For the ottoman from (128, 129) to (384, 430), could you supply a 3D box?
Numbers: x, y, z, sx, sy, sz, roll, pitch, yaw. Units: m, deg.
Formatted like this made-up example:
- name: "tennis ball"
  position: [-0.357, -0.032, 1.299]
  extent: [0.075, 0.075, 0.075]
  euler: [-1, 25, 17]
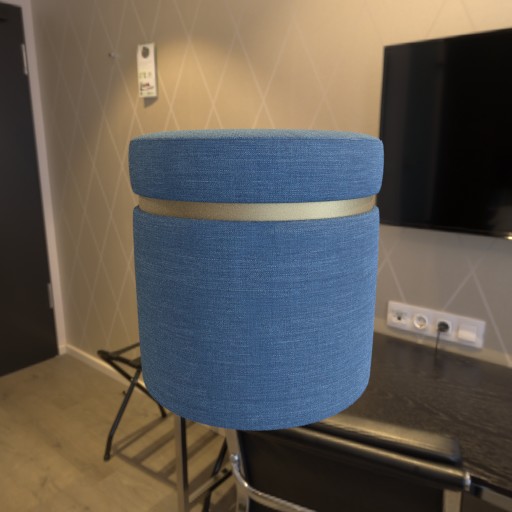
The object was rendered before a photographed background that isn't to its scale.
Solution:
- name: "ottoman"
  position: [0.000, 0.000, 0.750]
  extent: [0.398, 0.406, 0.398]
  euler: [0, 13, 0]
